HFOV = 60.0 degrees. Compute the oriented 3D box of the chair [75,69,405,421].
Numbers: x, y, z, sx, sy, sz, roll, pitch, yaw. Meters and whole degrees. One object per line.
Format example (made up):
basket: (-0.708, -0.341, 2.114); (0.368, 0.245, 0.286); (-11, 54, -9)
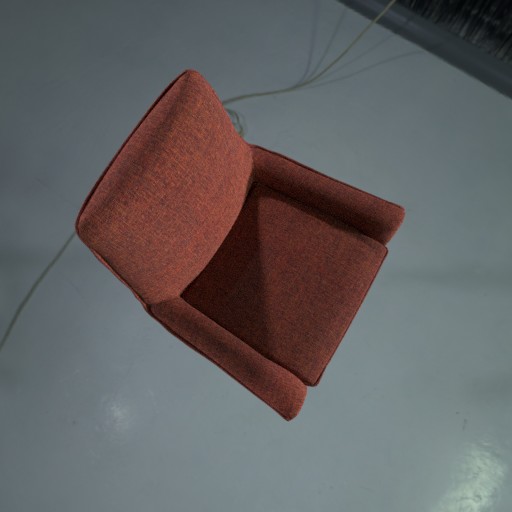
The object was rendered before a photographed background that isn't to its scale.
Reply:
chair: (0.000, 0.000, 1.495); (0.784, 0.911, 0.803); (30, 79, 7)
